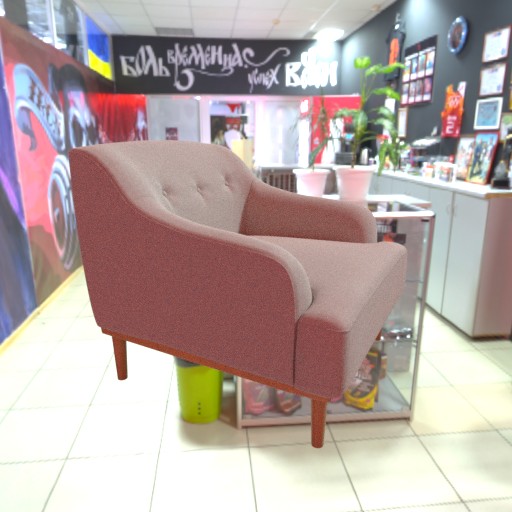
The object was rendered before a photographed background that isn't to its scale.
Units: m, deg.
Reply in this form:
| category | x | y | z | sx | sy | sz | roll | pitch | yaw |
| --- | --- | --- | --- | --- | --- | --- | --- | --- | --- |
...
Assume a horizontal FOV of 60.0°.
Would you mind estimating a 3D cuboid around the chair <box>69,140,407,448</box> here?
| category | x | y | z | sx | sy | sz | roll | pitch | yaw |
| --- | --- | --- | --- | --- | --- | --- | --- | --- | --- |
| chair | 0.000 | 0.000 | 1.626 | 0.951 | 0.818 | 0.946 | 8 | 17 | 26 |
